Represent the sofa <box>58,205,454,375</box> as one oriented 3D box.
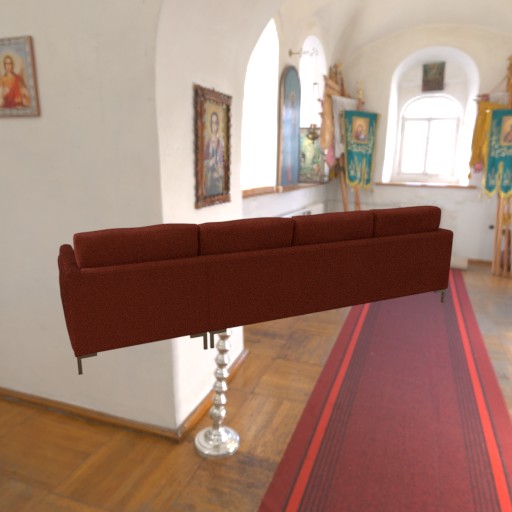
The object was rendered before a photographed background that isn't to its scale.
[{"bbox_3d":[0.000,0.000,3.581,2.932,0.810,1.350,-6,15,-24],"label":"sofa"}]
